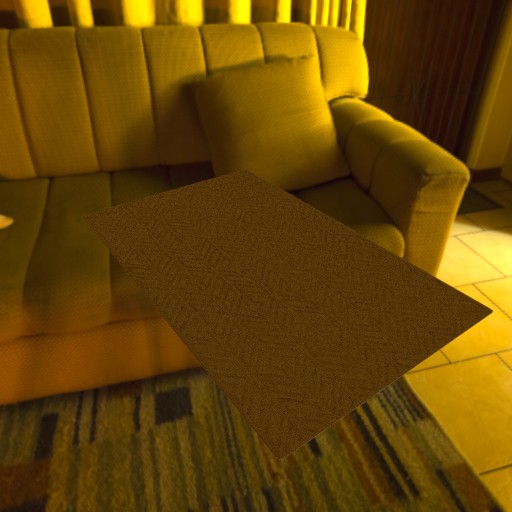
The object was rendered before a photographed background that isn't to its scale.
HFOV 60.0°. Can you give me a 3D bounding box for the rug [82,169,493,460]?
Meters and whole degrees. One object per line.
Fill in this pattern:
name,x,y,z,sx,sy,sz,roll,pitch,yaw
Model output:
rug,0.000,0.000,2.921,1.523,0.008,2.438,-22,40,-29
